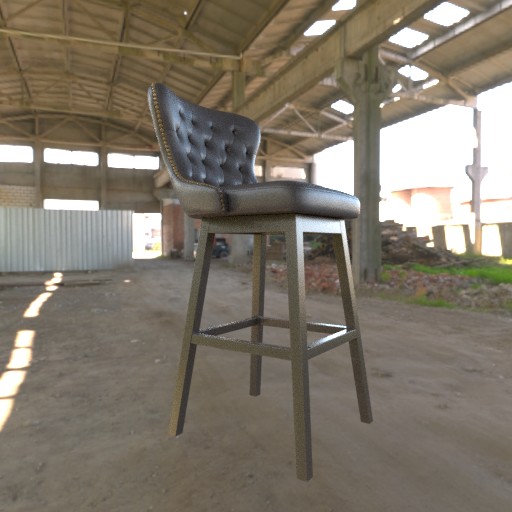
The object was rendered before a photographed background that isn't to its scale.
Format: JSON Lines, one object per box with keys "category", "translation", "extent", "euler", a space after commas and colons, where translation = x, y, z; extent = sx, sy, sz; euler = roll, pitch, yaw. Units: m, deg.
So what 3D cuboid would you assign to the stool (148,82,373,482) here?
{"category": "stool", "translation": [0.000, 0.000, 1.384], "extent": [0.601, 1.050, 0.528], "euler": [1, 2, 35]}
